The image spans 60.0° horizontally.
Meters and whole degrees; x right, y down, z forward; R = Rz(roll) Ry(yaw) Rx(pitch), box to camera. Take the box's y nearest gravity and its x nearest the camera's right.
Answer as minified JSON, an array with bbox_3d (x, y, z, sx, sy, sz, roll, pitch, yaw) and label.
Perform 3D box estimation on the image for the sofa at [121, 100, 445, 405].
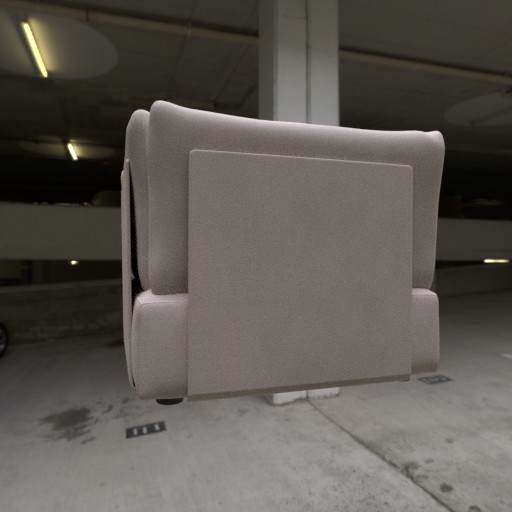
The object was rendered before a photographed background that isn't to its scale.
[{"bbox_3d":[0.000,0.000,1.739,1.000,0.820,1.000,0,0,-18],"label":"sofa"}]
